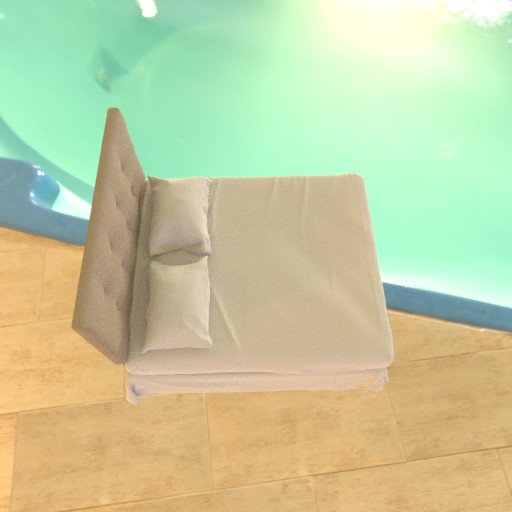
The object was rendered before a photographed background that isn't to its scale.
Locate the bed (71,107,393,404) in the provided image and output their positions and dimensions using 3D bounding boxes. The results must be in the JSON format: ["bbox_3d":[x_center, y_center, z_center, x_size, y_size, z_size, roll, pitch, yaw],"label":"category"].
[{"bbox_3d":[0.000,0.000,3.465,2.222,1.577,1.936,-1,63,-1],"label":"bed"}]
